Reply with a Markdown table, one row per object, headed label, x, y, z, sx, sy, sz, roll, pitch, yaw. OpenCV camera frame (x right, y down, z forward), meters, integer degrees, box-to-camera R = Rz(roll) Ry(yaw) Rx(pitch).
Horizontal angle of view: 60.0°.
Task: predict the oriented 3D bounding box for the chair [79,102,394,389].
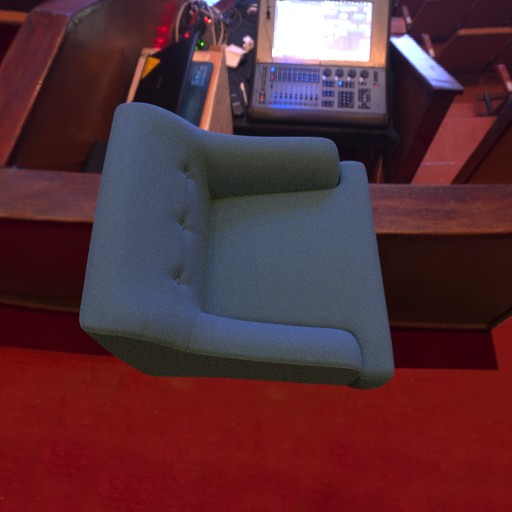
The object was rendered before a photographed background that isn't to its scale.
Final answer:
| label | x | y | z | sx | sy | sz | roll | pitch | yaw |
| --- | --- | --- | --- | --- | --- | --- | --- | --- | --- |
| chair | 0.000 | 0.000 | 1.680 | 0.951 | 0.818 | 0.946 | 0 | 64 | 0 |
